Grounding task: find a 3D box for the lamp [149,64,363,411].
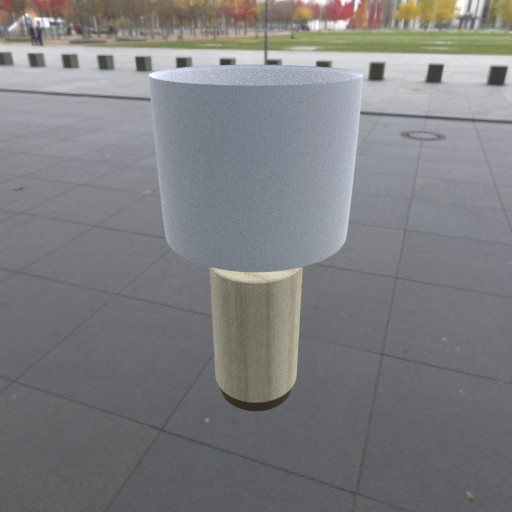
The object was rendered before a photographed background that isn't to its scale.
[{"bbox_3d":[0.000,0.000,0.580,0.228,0.444,0.228,18,33,31],"label":"lamp"}]
